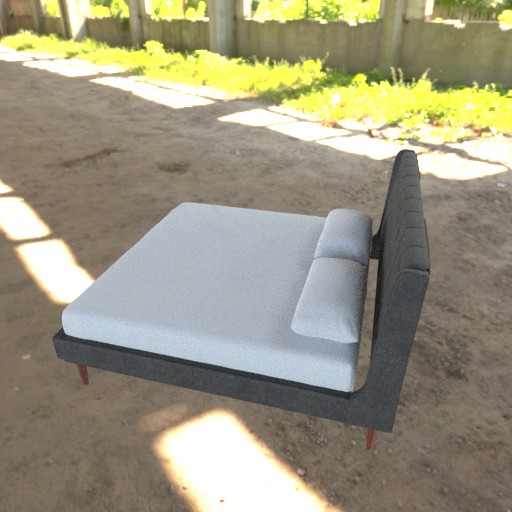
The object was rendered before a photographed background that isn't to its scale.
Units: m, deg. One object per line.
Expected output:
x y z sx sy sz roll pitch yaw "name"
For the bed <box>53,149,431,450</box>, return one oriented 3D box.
0.000 0.000 2.508 1.638 0.933 1.531 8 30 14 "bed"
